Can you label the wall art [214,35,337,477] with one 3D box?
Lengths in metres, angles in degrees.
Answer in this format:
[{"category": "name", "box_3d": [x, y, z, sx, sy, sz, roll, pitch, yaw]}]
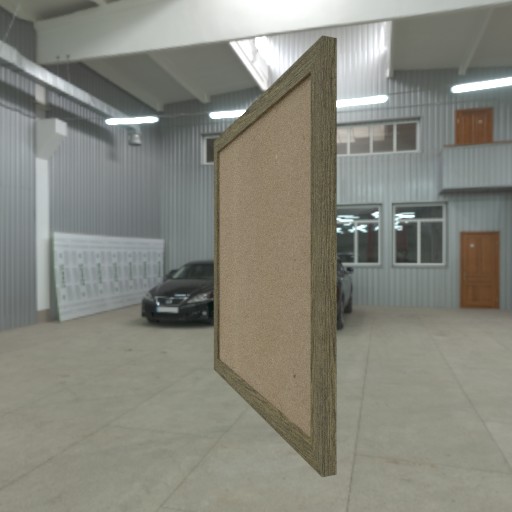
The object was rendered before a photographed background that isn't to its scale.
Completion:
[{"category": "wall art", "box_3d": [0.000, 0.000, 0.751, 0.019, 0.508, 0.508, 0, 0, -20]}]
